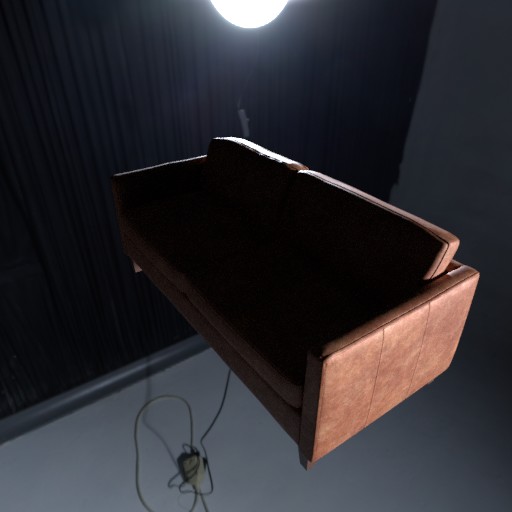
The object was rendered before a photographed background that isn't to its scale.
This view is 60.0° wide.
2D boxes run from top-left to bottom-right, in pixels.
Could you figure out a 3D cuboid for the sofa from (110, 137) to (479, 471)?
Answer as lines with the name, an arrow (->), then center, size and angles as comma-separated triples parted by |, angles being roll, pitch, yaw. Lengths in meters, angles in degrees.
sofa -> 0.000, 0.000, 2.411 | 0.923, 0.863, 1.971 | -20, 37, -30
